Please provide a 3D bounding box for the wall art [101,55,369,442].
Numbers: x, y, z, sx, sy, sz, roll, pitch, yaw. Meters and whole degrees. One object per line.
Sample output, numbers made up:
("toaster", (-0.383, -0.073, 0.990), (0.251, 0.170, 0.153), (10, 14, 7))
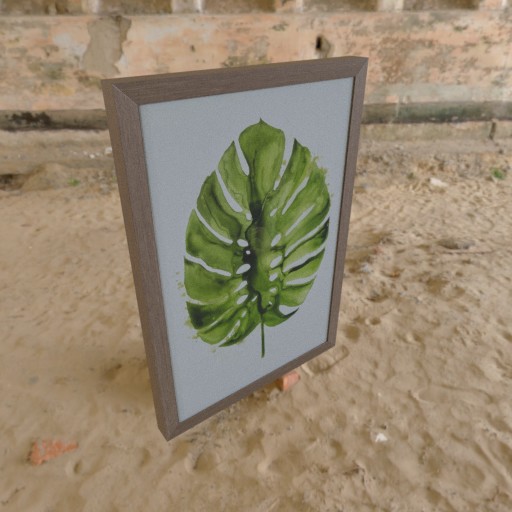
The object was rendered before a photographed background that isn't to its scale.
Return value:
("wall art", (0.000, 0.000, 0.645), (0.358, 0.510, 0.032), (-21, 36, -31))
